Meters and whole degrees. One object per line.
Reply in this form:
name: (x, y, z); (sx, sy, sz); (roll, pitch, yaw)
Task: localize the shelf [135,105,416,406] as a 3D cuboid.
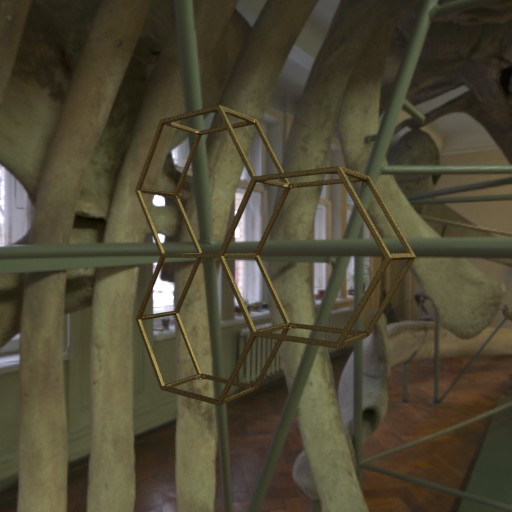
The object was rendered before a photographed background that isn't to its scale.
shelf: (0.000, 0.000, 1.061); (0.708, 0.701, 0.150); (1, 1, 36)
